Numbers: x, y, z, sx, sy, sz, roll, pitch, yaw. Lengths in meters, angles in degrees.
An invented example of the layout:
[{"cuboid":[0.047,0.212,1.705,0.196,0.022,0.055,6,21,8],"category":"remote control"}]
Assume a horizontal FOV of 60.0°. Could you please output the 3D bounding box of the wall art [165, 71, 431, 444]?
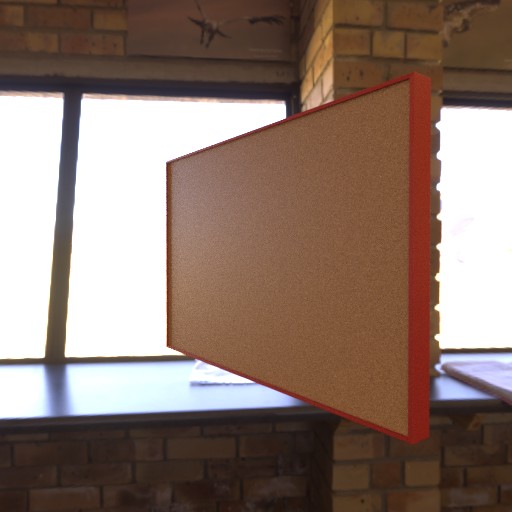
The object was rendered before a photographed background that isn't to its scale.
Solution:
[{"cuboid":[0.000,0.000,0.731,0.033,0.405,0.607,-1,1,-37],"category":"wall art"}]
